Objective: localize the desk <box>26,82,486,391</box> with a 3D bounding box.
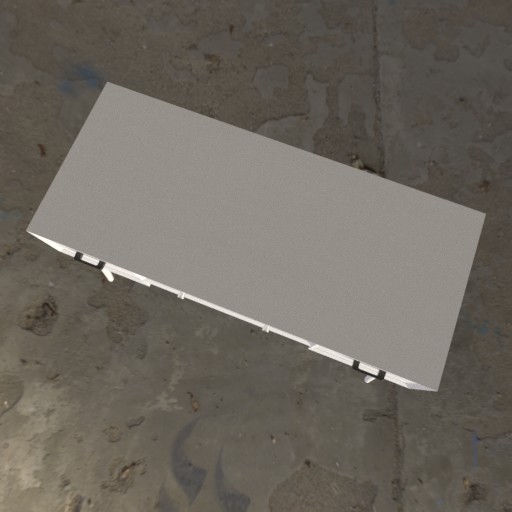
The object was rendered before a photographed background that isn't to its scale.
[{"bbox_3d":[0.000,0.000,1.745,1.313,0.762,0.589,21,76,5],"label":"desk"}]
